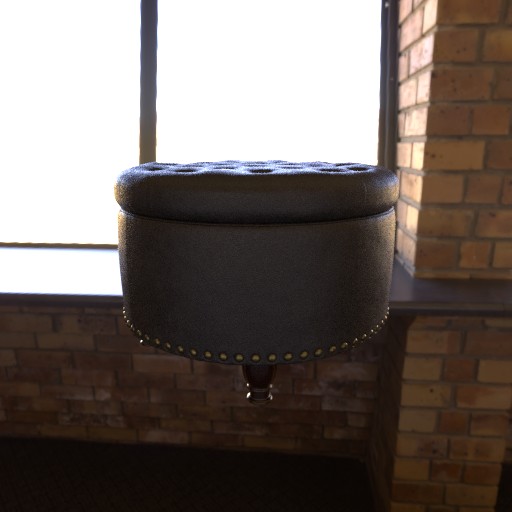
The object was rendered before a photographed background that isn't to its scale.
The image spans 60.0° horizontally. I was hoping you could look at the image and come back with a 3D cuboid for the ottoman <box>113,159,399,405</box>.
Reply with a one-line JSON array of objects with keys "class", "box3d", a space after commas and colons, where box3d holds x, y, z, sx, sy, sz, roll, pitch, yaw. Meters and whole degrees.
[{"class": "ottoman", "box3d": [0.000, 0.000, 1.075, 0.637, 0.442, 0.637, 0, 14, 0]}]
